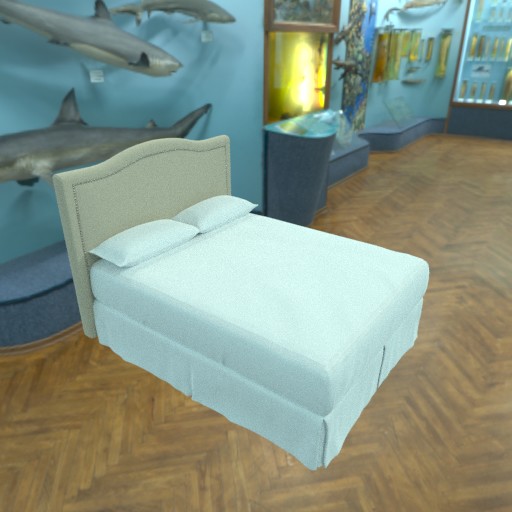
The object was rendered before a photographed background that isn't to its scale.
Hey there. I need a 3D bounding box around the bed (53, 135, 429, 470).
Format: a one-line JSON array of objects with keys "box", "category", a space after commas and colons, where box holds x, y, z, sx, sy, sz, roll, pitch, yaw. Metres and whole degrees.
[{"box": [0.000, 0.000, 3.294, 2.143, 1.460, 1.753, 18, 31, 33], "category": "bed"}]
